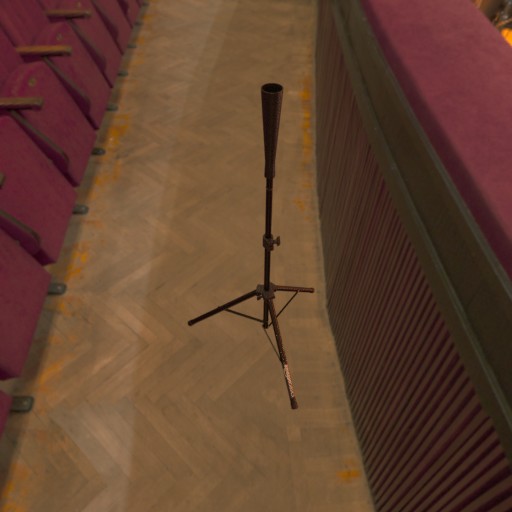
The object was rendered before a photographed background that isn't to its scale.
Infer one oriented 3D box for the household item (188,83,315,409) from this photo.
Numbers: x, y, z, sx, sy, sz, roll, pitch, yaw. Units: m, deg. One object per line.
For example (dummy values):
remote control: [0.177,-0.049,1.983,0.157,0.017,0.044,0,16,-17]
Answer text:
household item: [0.000,0.000,1.408,0.559,1.067,0.559,-3,47,-2]
